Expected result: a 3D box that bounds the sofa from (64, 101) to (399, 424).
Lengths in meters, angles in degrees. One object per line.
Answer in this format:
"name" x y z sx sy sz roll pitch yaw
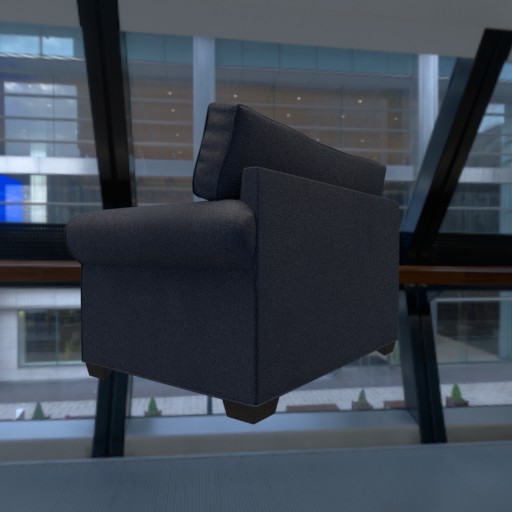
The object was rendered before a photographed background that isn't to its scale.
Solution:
"sofa" 0.000 0.000 2.082 0.938 1.004 1.405 1 1 37
